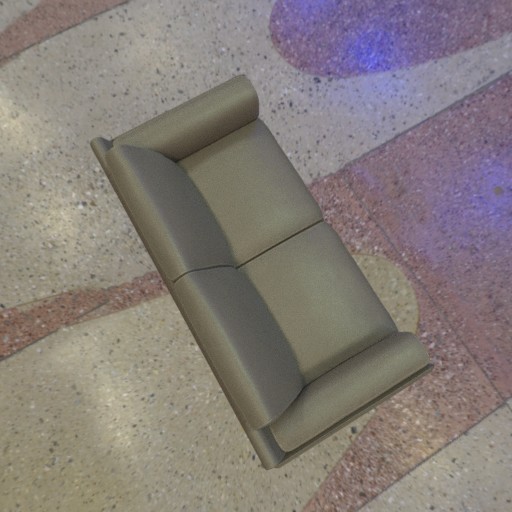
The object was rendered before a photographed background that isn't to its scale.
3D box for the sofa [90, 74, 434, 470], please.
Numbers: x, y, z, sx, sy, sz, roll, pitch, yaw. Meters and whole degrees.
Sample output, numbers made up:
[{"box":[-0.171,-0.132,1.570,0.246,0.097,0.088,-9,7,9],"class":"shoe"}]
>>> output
[{"box":[0.000,0.000,2.638,1.049,0.930,2.101,-29,78,-7],"class":"sofa"}]
